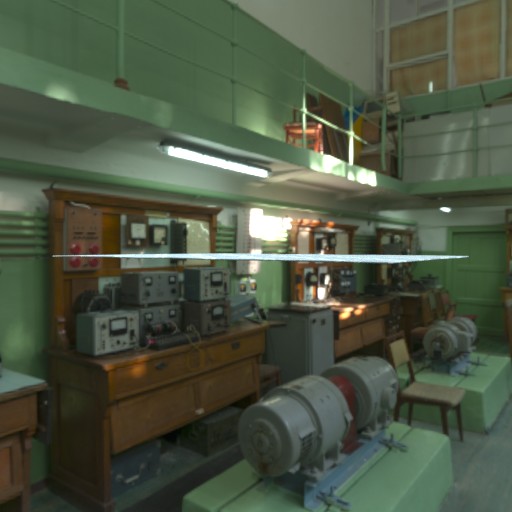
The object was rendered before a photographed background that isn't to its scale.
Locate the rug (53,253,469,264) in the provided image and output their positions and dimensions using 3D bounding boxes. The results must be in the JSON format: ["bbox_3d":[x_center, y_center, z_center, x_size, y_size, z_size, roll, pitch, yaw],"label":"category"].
[{"bbox_3d":[0.000,0.000,2.211,1.754,0.010,1.148,1,1,36],"label":"rug"}]
